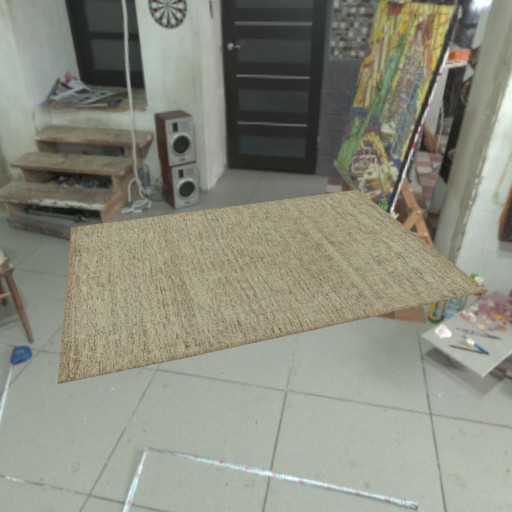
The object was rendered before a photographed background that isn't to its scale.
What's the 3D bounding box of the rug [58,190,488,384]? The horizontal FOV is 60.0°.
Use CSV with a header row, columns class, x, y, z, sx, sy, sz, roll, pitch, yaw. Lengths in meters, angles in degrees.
class,x,y,z,sx,sy,sz,roll,pitch,yaw
rug,0.000,0.000,2.262,1.822,0.018,1.211,-9,33,-15
